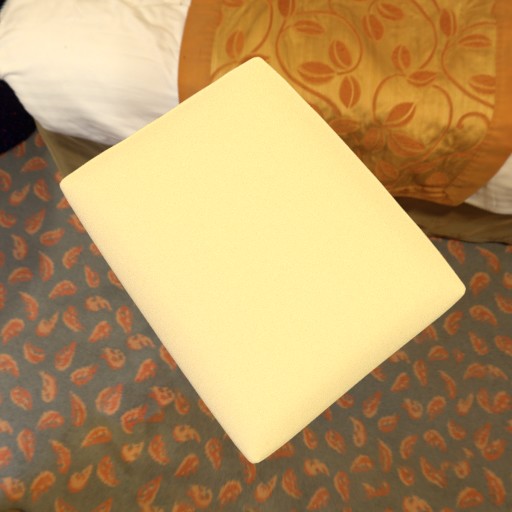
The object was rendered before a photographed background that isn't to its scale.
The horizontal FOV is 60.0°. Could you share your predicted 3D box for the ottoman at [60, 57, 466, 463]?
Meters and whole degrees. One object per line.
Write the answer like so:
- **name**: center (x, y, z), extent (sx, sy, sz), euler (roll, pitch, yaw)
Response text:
- **ottoman**: center (0.000, 0.000, 1.126), extent (0.584, 0.513, 0.741), euler (-36, 78, -9)
